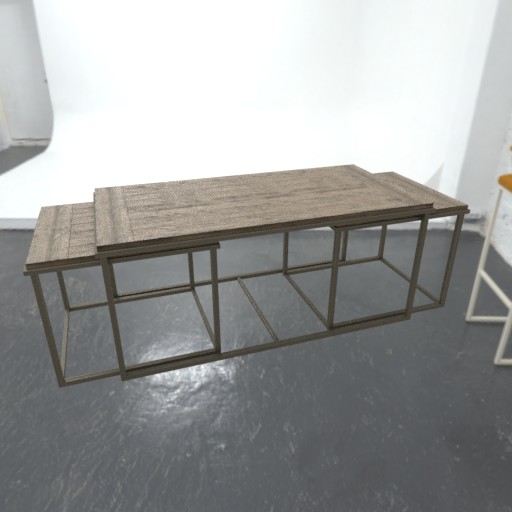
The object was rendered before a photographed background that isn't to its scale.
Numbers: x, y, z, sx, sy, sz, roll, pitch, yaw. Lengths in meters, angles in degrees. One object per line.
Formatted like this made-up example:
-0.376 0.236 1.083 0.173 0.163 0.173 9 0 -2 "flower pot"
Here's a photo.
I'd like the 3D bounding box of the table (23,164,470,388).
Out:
0.000 0.000 1.493 1.312 0.427 0.489 -8 28 -17 "table"
